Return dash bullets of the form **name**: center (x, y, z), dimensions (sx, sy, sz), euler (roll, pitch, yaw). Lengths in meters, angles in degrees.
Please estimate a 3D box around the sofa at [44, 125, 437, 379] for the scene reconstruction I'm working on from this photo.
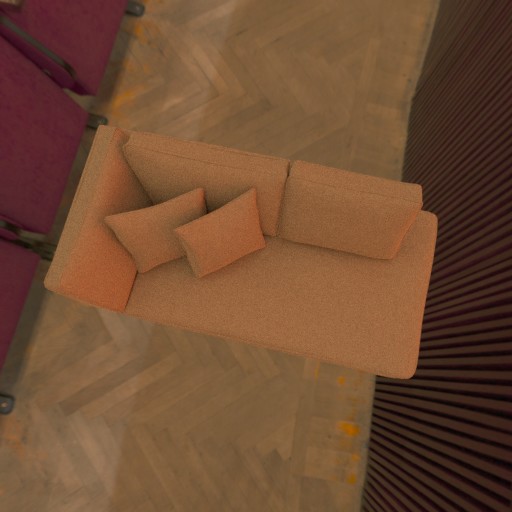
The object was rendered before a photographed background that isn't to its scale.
- **sofa**: center (0.000, 0.000, 2.846), dimensions (2.237, 1.033, 1.110), euler (12, 76, 3)
